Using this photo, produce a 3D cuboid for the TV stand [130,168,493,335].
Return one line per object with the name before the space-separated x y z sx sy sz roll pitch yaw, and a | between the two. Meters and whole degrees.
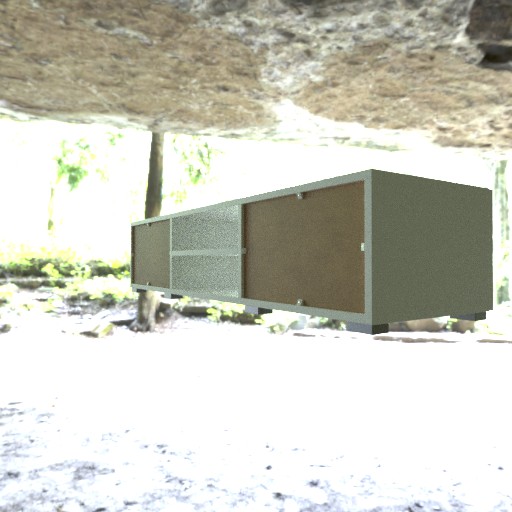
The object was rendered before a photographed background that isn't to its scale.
TV stand | 0.000 0.000 1.516 0.420 0.310 1.400 0 -1 -34
